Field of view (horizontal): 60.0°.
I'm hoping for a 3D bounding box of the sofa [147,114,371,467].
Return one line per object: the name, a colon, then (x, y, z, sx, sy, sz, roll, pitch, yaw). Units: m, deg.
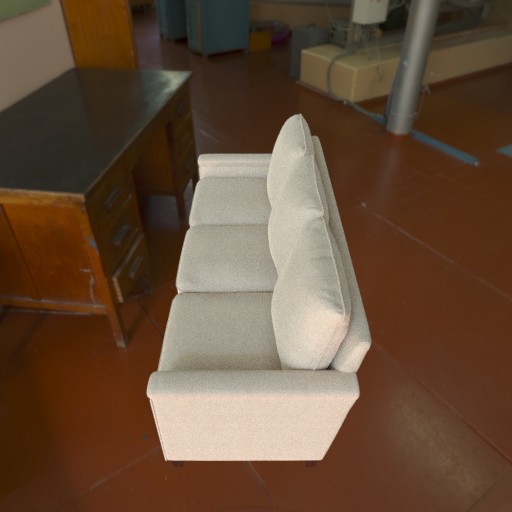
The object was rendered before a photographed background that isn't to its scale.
sofa: (0.000, 0.000, 2.422, 0.828, 0.961, 1.925, 0, 39, 0)
